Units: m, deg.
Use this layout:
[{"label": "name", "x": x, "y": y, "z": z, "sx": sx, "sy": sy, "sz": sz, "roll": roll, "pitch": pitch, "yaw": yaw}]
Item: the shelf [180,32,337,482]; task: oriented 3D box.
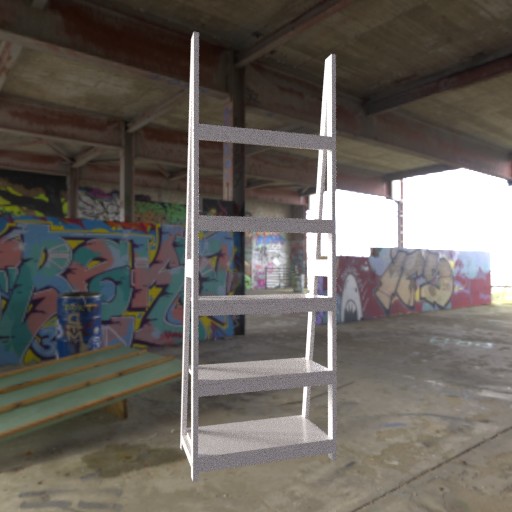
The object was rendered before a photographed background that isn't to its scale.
[{"label": "shelf", "x": 0.000, "y": 0.000, "z": 2.011, "sx": 0.636, "sy": 1.779, "sz": 0.341, "roll": 0, "pitch": -1, "yaw": -18}]
